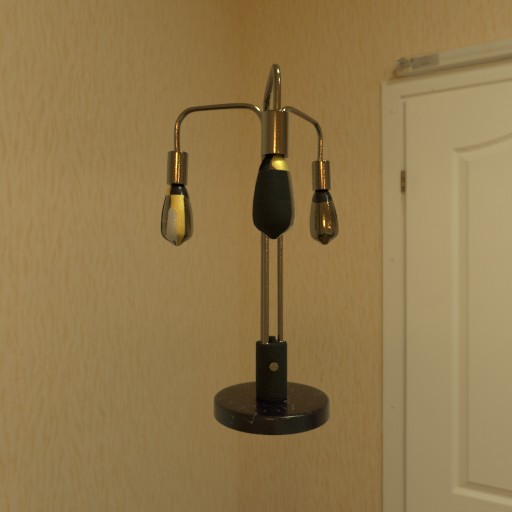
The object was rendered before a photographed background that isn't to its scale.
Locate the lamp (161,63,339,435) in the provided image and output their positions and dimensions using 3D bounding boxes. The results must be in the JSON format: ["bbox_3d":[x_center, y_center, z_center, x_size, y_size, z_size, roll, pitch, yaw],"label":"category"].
[{"bbox_3d":[0.000,0.000,0.777,0.355,0.560,0.368,0,0,-1],"label":"lamp"}]
